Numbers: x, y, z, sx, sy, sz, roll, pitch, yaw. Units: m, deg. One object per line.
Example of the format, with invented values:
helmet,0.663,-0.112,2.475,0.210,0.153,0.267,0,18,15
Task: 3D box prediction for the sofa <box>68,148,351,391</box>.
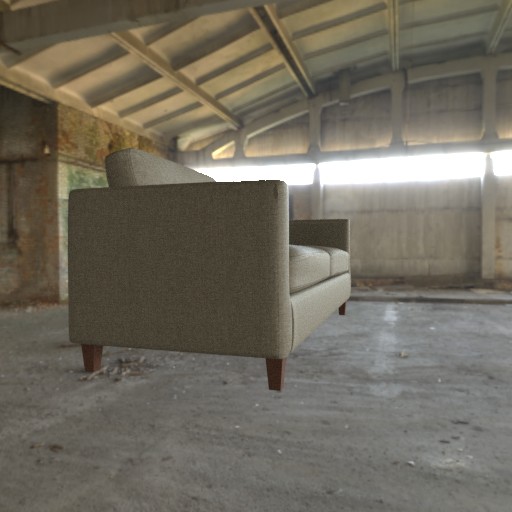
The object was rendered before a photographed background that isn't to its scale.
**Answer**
sofa,0.000,0.000,2.708,0.956,0.960,2.208,0,1,18
